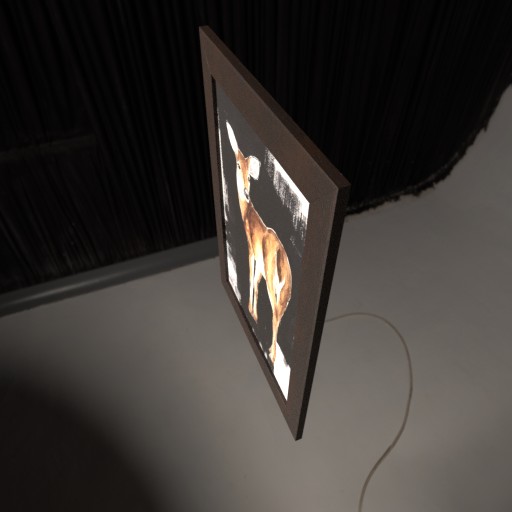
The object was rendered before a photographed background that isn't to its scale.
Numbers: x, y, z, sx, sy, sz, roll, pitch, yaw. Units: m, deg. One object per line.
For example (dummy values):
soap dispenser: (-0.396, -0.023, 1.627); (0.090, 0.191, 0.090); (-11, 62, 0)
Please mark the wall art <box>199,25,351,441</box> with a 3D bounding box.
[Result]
wall art: (0.000, 0.000, 0.639); (0.013, 0.508, 0.359); (-17, 49, -15)
